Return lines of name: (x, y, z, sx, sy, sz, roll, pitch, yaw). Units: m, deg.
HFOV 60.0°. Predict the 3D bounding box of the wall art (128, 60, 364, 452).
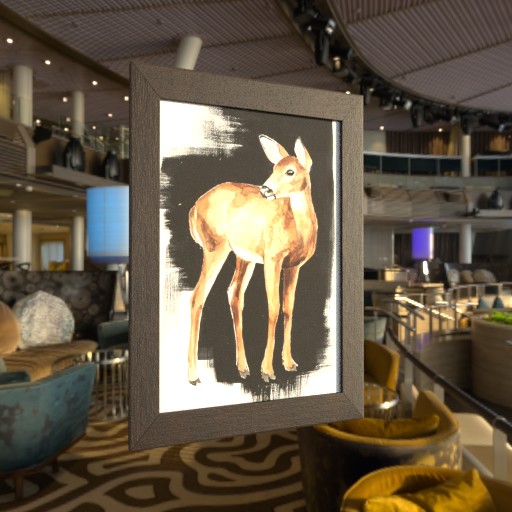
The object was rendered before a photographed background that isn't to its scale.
wall art: (0.000, 0.000, 0.650, 0.359, 0.513, 0.017, 0, -1, -20)
